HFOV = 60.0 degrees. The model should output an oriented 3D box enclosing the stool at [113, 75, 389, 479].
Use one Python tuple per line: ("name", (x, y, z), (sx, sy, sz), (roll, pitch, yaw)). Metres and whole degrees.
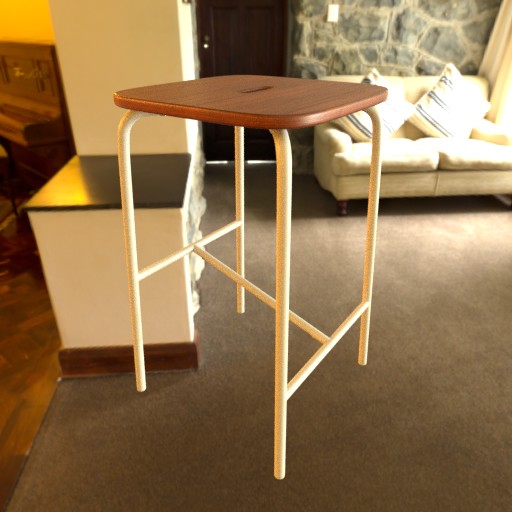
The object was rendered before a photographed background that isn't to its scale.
("stool", (0.000, 0.000, 0.860), (0.376, 0.610, 0.376), (18, 33, 31))
